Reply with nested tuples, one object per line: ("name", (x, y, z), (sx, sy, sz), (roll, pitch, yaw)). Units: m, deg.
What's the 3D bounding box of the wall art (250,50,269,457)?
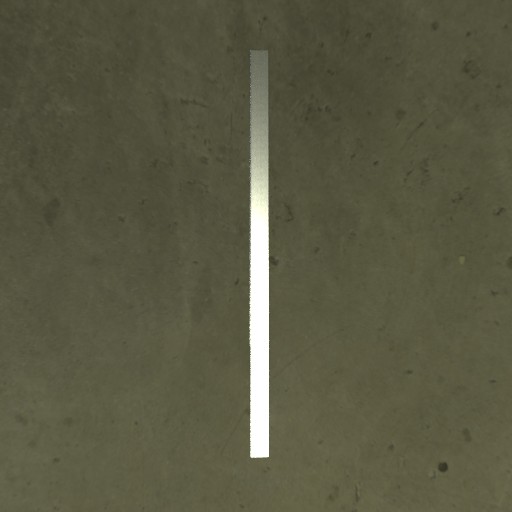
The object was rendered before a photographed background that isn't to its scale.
("wall art", (0.000, 0.000, 1.400), (0.037, 1.062, 0.801), (0, 89, -1))
